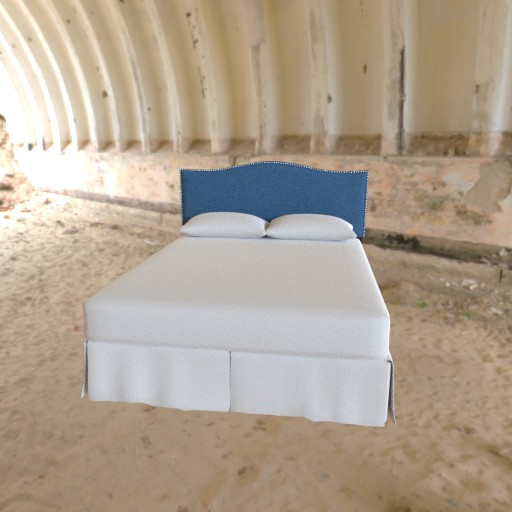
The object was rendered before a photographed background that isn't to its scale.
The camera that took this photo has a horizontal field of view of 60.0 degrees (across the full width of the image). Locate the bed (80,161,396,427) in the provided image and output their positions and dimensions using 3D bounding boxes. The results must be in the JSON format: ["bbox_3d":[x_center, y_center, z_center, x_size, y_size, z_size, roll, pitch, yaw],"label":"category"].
[{"bbox_3d":[0.000,0.000,2.943,1.610,1.169,1.872,2,14,8],"label":"bed"}]
